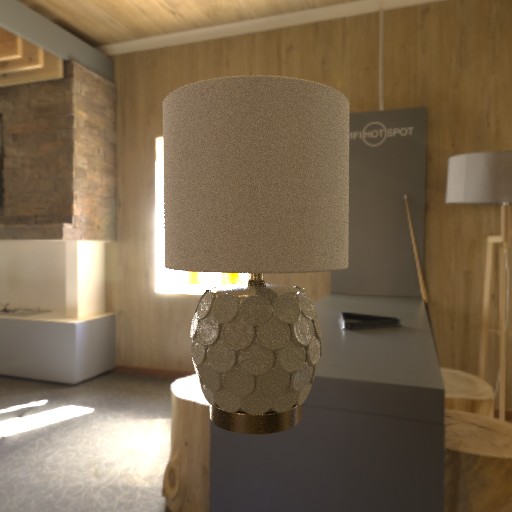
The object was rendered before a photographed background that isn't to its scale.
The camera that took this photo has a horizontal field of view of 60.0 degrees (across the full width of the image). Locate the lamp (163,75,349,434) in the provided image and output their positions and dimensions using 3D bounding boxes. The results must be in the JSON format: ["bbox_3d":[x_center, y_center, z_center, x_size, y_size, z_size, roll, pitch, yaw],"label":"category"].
[{"bbox_3d":[0.000,0.000,0.623,0.254,0.452,0.254,0,2,0],"label":"lamp"}]
